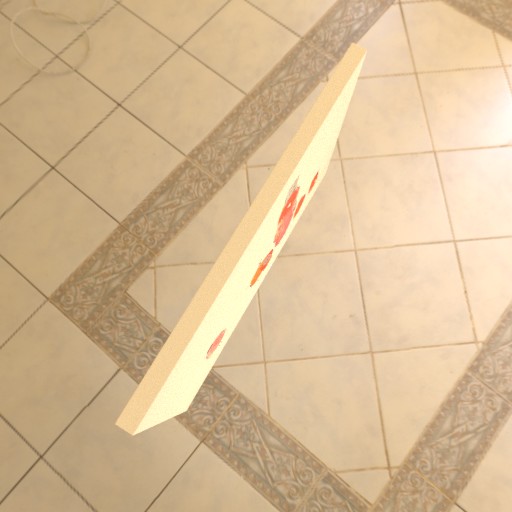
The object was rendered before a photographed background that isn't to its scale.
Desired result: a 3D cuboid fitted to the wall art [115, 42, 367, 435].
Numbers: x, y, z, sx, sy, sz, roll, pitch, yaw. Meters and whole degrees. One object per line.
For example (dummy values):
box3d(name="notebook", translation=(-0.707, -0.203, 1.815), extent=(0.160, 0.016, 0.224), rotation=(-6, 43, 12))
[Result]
box3d(name="wall art", translation=(0.000, 0.000, 1.164), extent=(0.038, 0.609, 0.914), rotation=(29, 77, 8))
